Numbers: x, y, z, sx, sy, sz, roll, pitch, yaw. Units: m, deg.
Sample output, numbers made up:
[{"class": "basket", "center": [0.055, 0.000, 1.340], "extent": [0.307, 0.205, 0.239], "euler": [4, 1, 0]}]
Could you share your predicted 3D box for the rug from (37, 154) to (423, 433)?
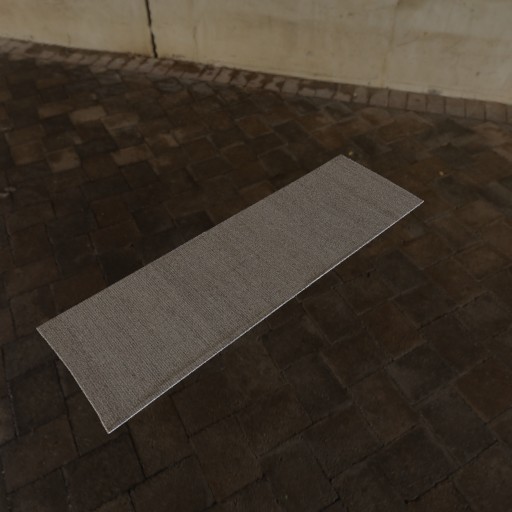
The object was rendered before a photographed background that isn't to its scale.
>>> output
[{"class": "rug", "center": [0.000, 0.000, 2.650], "extent": [2.390, 0.014, 0.741], "euler": [-33, 55, -27]}]
